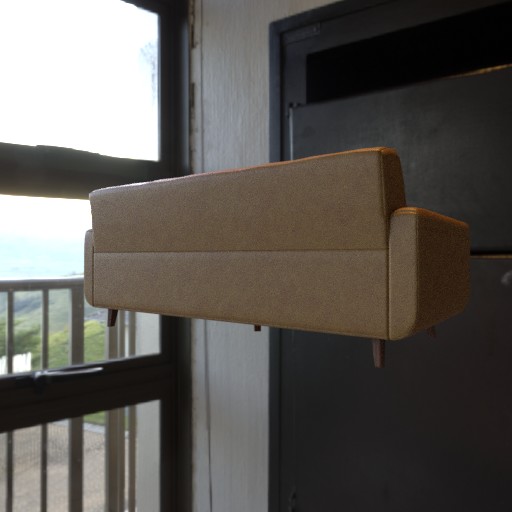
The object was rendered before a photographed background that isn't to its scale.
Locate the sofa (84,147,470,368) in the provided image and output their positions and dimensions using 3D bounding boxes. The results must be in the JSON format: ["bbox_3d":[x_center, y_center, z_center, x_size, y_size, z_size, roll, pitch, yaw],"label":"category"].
[{"bbox_3d":[0.000,0.000,2.605,2.137,0.892,0.980,0,0,36],"label":"sofa"}]
